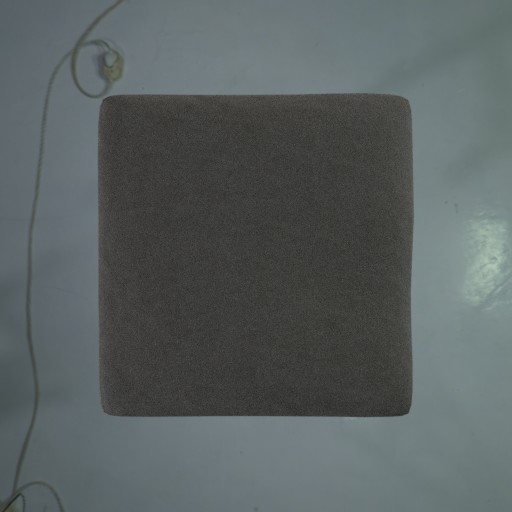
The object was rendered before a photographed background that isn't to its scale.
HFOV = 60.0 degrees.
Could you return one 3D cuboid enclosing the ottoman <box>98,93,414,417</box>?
[{"bbox_3d":[0.000,0.000,1.377,0.861,0.482,0.881,0,90,0],"label":"ottoman"}]
